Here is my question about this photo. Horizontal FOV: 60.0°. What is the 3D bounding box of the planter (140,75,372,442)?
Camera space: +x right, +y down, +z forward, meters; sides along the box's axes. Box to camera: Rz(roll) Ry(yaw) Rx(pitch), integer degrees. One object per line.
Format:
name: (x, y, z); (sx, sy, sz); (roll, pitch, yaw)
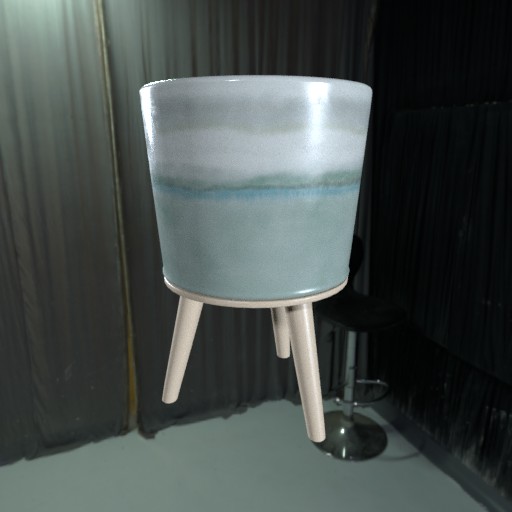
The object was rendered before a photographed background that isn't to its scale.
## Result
planter: (0.000, 0.000, 0.572); (0.265, 0.404, 0.265); (-7, 16, -24)
